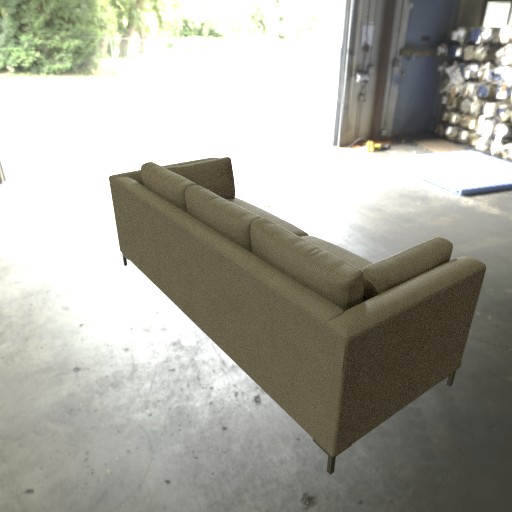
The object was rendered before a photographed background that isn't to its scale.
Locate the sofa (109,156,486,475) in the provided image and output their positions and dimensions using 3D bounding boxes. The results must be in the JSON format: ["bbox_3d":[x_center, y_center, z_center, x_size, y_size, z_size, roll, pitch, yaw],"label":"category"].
[{"bbox_3d":[0.000,0.000,2.832,0.969,0.867,2.415,-18,32,-32],"label":"sofa"}]
